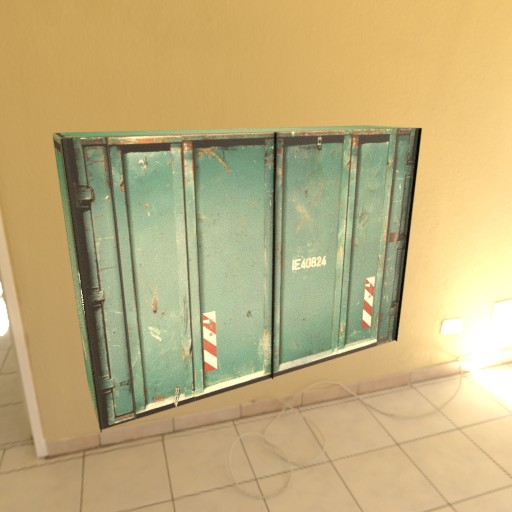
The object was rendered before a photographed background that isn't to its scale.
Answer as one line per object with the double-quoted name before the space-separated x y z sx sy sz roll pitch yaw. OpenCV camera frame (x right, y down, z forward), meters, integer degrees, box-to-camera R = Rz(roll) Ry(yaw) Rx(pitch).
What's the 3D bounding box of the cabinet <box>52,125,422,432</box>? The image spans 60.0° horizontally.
"cabinet" 0.000 0.000 3.951 3.001 2.160 0.680 -9 21 -26
